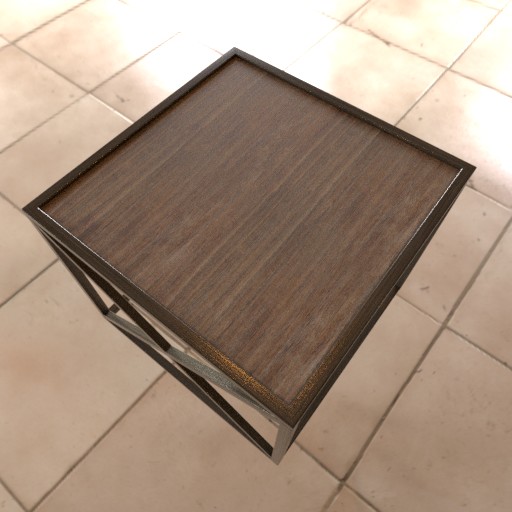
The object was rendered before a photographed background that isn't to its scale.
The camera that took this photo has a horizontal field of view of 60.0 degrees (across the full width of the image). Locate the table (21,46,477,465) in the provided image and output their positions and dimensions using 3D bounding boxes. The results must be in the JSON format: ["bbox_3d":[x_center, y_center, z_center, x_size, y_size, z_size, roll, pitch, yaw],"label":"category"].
[{"bbox_3d":[0.000,0.000,1.050,0.611,0.507,0.609,34,65,18],"label":"table"}]
